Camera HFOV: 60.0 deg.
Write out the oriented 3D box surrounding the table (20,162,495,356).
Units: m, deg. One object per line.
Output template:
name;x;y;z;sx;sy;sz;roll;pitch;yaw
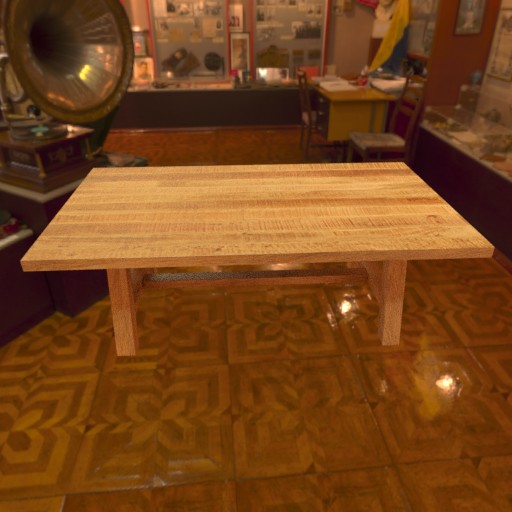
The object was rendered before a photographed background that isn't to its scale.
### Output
table;0.000;0.000;1.671;1.320;0.455;0.760;-2;30;-3
